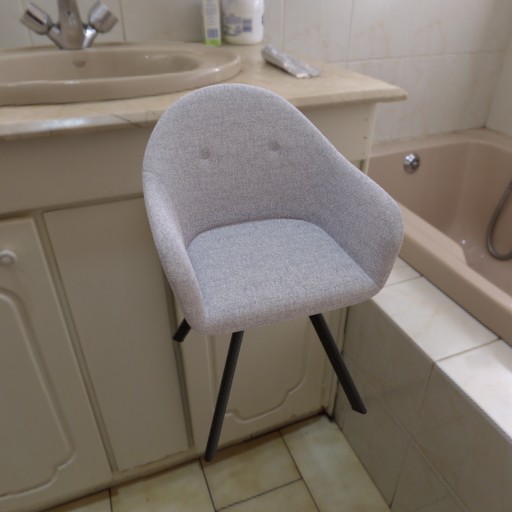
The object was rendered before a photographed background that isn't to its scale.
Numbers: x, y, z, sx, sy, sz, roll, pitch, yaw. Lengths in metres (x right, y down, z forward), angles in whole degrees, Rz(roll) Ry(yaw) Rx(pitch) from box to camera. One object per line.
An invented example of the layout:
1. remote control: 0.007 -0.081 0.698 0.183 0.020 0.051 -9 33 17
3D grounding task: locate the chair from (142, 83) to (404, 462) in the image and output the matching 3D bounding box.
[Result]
1. chair: 0.000 0.000 1.182 0.540 0.780 0.570 -10 34 -16
